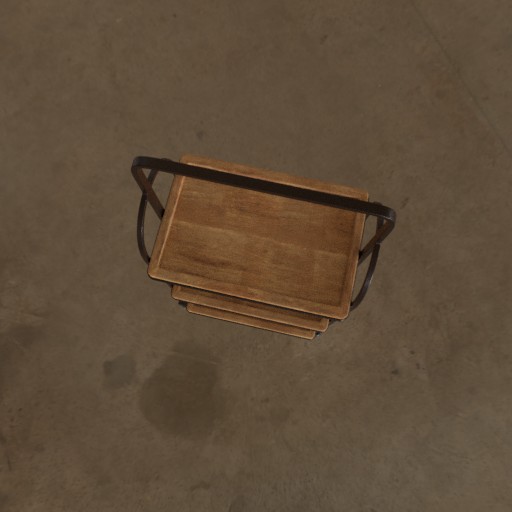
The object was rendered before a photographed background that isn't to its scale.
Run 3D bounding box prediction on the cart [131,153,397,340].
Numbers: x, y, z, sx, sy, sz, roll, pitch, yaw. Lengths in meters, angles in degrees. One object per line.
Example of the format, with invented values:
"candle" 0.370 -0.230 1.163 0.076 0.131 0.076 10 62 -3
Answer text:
"cart" 0.000 0.000 1.255 0.553 1.001 0.327 12 76 3
